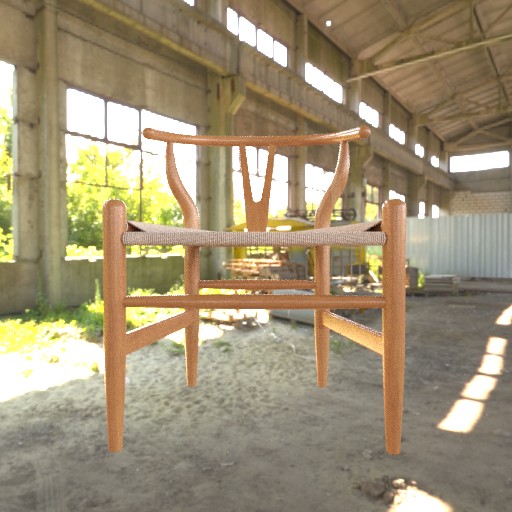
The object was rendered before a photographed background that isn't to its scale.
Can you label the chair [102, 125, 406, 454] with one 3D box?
[{"bbox_3d":[0.000,0.000,1.102,0.569,0.730,0.579,0,1,1],"label":"chair"}]
